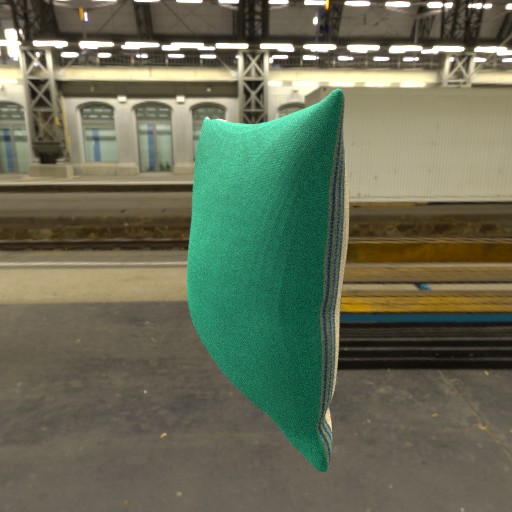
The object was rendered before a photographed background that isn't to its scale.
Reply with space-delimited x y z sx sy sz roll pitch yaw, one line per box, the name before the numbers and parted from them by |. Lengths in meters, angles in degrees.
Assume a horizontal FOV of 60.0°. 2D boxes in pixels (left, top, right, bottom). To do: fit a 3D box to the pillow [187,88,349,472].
pillow | 0.000 0.000 0.677 0.182 0.441 0.440 -6 16 -24
